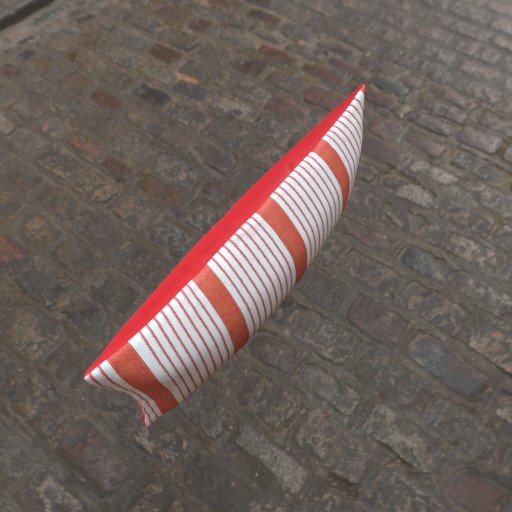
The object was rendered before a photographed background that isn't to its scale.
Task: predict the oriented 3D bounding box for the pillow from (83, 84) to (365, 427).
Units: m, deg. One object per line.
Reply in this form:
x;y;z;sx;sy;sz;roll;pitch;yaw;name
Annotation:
0.000;0.000;0.728;0.151;0.297;0.608;33;65;18;pillow
